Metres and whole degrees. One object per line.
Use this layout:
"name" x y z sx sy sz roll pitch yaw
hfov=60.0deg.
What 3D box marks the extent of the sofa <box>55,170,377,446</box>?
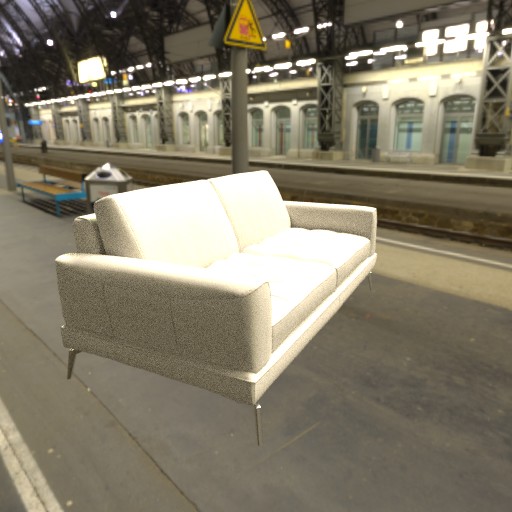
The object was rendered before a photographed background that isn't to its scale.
"sofa" 0.000 0.000 2.789 1.121 0.930 2.177 8 17 26
